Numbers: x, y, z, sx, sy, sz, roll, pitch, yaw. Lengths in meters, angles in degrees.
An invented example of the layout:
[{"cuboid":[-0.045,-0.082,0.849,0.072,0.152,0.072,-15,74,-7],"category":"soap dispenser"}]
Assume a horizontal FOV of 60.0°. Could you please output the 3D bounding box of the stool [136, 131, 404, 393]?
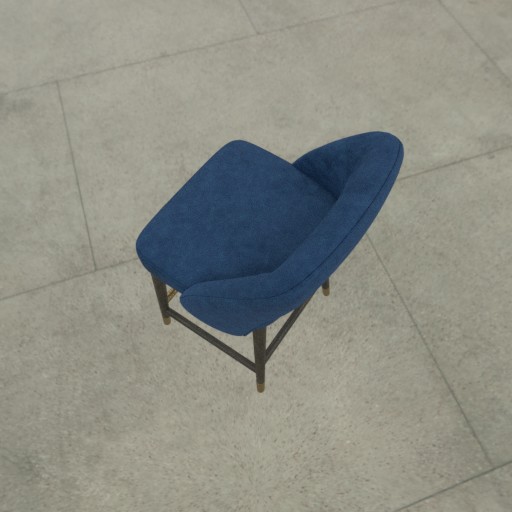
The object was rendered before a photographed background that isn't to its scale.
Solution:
[{"cuboid":[0.000,0.000,1.262,0.524,0.925,0.536,32,67,15],"category":"stool"}]
